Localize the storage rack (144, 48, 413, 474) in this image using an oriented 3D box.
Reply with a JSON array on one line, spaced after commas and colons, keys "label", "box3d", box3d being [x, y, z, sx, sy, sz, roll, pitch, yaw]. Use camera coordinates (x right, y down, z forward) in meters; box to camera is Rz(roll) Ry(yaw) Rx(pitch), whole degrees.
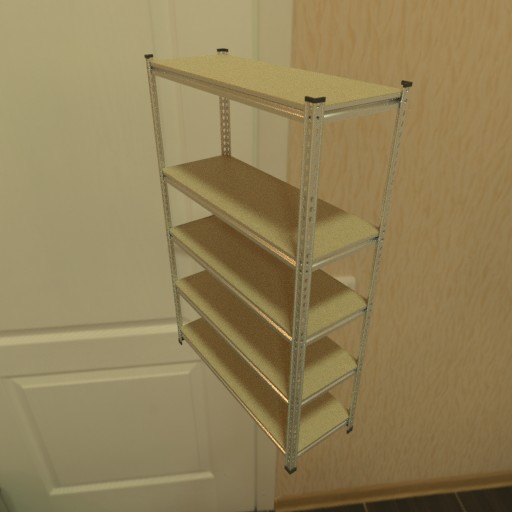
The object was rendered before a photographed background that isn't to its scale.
[{"label": "storage rack", "box3d": [0.000, 0.000, 2.300, 0.457, 1.829, 1.219, -21, 37, -30]}]
